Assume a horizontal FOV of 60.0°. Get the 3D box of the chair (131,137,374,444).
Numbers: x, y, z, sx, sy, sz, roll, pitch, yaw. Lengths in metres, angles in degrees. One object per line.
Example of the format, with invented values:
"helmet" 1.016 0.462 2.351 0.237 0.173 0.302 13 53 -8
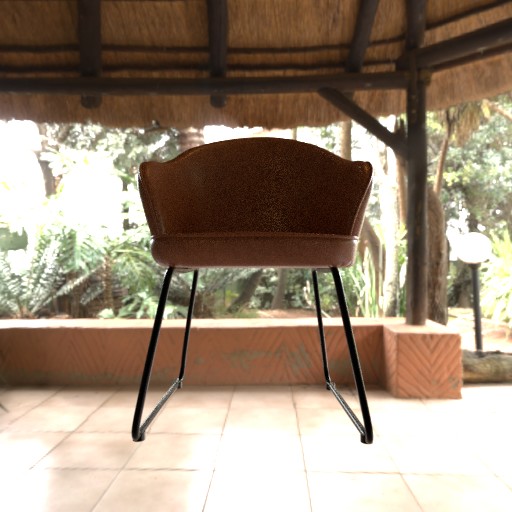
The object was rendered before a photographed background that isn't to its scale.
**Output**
"chair" 0.000 0.000 1.188 0.582 0.785 0.580 0 0 1
